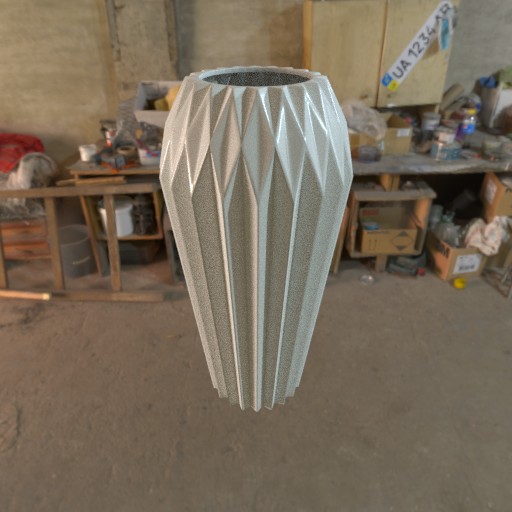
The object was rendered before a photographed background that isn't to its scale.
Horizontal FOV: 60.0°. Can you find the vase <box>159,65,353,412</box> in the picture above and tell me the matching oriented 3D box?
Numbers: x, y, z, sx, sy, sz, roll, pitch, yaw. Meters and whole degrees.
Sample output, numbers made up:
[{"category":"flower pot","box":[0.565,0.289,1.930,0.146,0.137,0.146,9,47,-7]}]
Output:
[{"category":"vase","box":[0.000,0.000,0.345,0.133,0.263,0.133,0,31,0]}]
